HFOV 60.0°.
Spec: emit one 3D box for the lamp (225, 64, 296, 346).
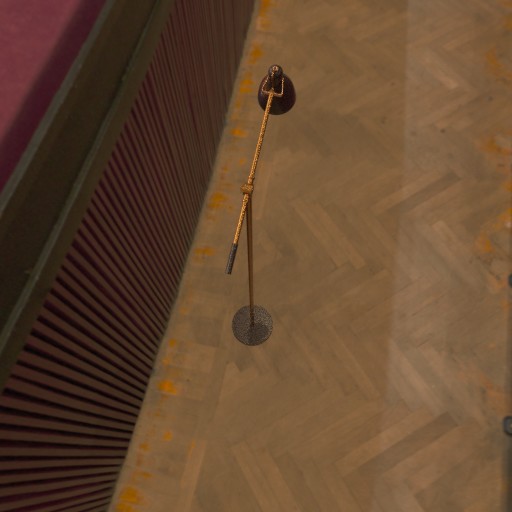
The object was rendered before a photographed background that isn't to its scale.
[{"bbox_3d":[0.000,0.000,1.852,0.235,1.628,0.618,14,67,6],"label":"lamp"}]
